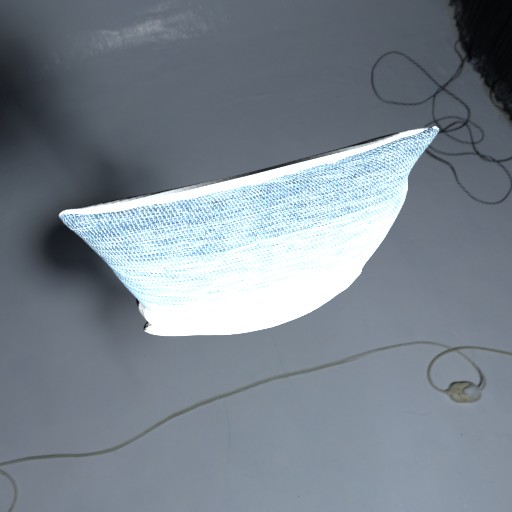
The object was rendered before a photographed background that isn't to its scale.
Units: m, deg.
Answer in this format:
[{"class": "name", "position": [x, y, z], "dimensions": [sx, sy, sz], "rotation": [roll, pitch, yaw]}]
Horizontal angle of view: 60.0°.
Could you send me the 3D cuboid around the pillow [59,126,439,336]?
[{"class": "pillow", "position": [0.000, 0.000, 0.671], "dimensions": [0.440, 0.441, 0.182], "rotation": [-15, 66, -7]}]
